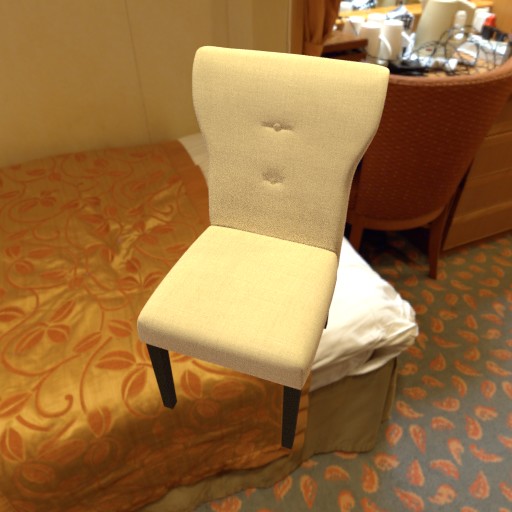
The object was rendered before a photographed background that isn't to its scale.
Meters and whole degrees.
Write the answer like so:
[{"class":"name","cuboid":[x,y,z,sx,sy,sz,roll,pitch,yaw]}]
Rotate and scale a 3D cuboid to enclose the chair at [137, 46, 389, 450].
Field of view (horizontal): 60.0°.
[{"class":"chair","cuboid":[0.000,0.000,1.238,0.509,0.921,0.597,13,42,15]}]
